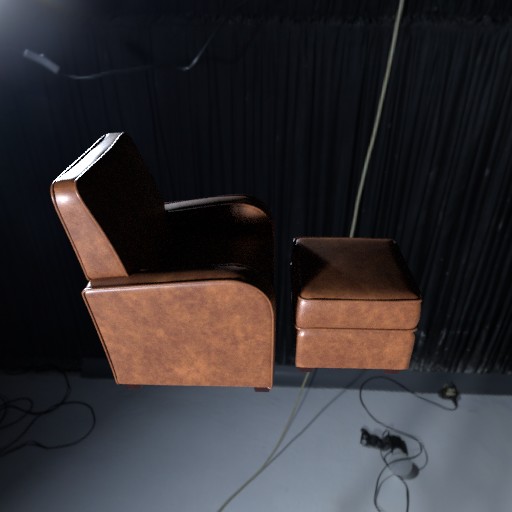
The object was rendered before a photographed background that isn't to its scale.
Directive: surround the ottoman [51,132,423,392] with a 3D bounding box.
[{"bbox_3d":[0.000,0.000,1.878,1.314,0.904,0.732,1,32,1],"label":"ottoman"}]
